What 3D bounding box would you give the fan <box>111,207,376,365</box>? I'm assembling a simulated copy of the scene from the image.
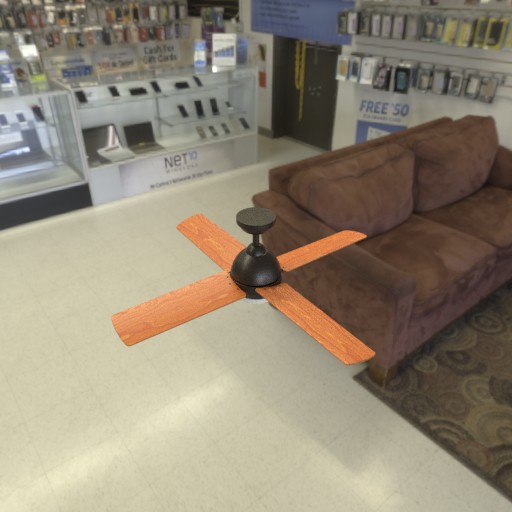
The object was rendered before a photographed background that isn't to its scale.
[{"bbox_3d":[0.000,0.000,1.990,1.332,0.403,1.332,-21,38,-29],"label":"fan"}]
